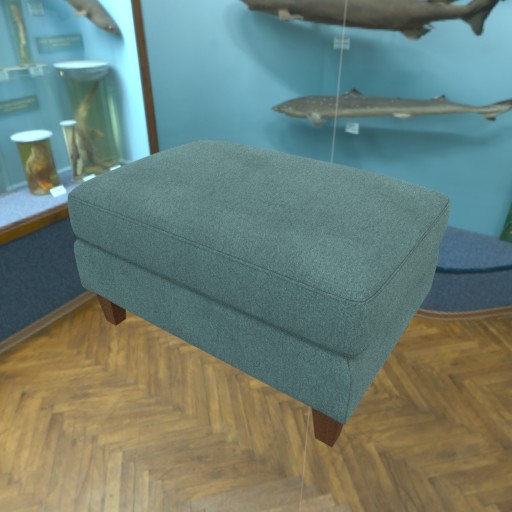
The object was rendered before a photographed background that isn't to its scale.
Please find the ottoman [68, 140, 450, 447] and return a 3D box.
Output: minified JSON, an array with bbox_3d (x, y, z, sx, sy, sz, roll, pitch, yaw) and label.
[{"bbox_3d":[0.000,0.000,1.232,0.864,0.483,0.584,20,36,29],"label":"ottoman"}]
